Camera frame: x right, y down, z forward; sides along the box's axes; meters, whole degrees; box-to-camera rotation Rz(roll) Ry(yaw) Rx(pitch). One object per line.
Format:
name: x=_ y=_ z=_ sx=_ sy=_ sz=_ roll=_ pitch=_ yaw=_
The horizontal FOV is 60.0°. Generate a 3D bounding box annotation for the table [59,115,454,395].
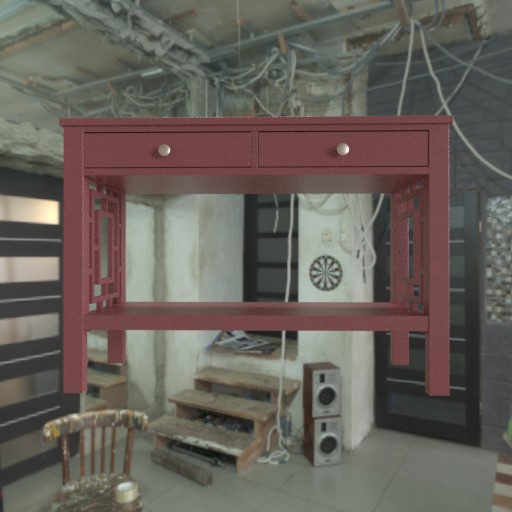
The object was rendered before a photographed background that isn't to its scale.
table: x=0.000 y=0.000 z=1.385 sx=1.068 sy=0.753 sz=0.397 roll=0 pitch=0 yaw=1
